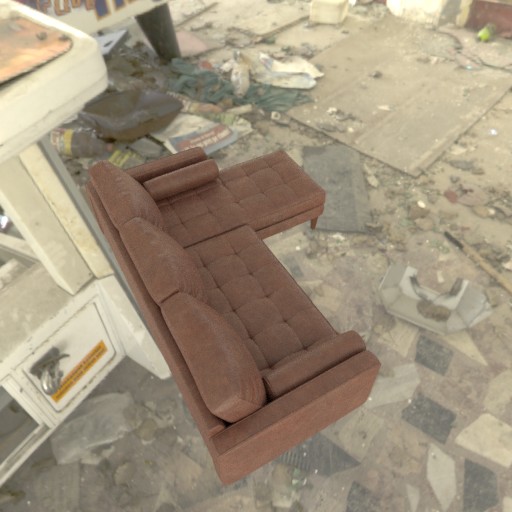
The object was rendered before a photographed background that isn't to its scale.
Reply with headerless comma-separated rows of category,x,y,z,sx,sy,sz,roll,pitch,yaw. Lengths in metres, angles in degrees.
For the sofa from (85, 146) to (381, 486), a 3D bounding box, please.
sofa,0.000,0.000,2.927,1.613,0.841,2.185,-23,52,-19
